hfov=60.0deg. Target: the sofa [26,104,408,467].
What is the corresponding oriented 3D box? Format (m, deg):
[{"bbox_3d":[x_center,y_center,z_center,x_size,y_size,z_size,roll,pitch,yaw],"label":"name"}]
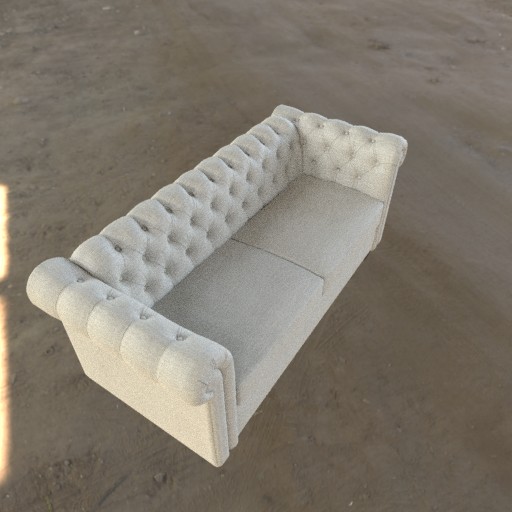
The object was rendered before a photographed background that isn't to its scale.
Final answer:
[{"bbox_3d":[0.000,0.000,2.170,0.783,0.797,1.798,24,47,24],"label":"sofa"}]
